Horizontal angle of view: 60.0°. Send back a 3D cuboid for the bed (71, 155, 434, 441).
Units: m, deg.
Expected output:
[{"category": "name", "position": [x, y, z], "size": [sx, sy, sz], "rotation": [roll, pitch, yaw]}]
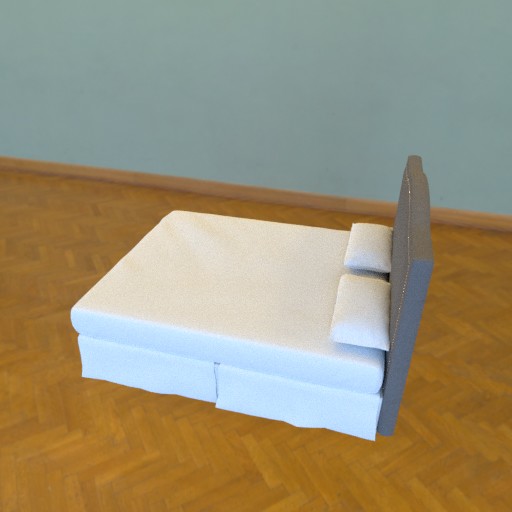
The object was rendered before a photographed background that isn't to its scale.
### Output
[{"category": "bed", "position": [0.000, 0.000, 3.441], "size": [2.282, 1.436, 1.821], "rotation": [8, 32, 13]}]
